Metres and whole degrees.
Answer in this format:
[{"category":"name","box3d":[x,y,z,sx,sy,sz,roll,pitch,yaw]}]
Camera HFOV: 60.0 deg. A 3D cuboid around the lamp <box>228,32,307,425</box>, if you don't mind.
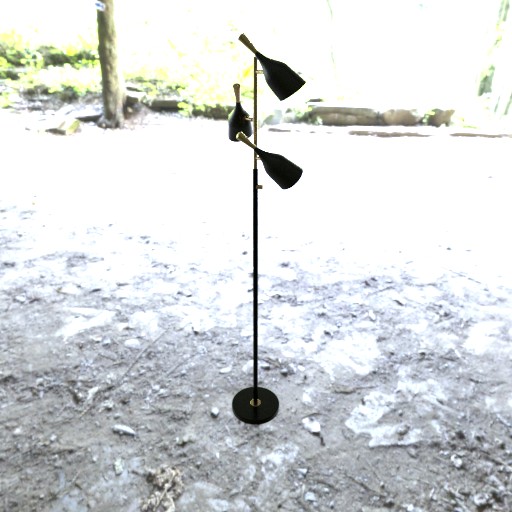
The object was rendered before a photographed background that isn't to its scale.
[{"category":"lamp","box3d":[0.000,0.000,1.978,0.253,1.778,0.434,-18,31,-33]}]
